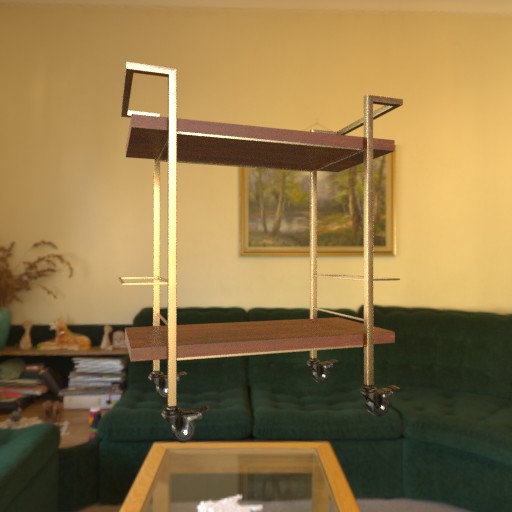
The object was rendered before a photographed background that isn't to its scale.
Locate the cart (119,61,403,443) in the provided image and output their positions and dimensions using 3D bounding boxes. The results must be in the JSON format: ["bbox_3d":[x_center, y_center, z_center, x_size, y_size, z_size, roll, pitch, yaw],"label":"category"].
[{"bbox_3d":[0.000,0.000,1.185,0.695,0.807,0.364,0,0,-19],"label":"cart"}]
